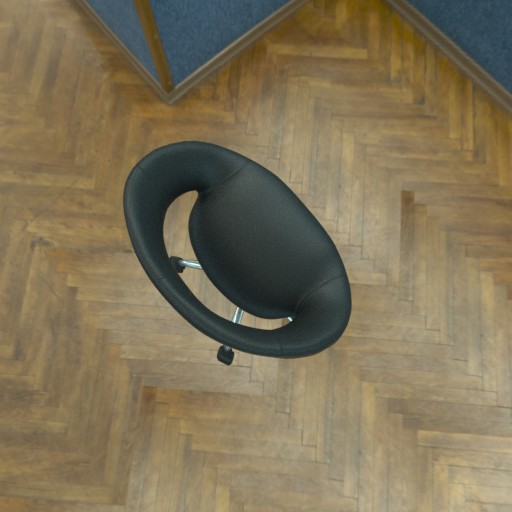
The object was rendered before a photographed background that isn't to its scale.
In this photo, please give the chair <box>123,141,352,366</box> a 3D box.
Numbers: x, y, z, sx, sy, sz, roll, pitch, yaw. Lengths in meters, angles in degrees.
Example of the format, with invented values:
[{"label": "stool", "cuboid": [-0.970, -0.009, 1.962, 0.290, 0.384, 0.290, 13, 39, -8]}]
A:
[{"label": "chair", "cuboid": [0.000, 0.000, 1.200, 0.538, 0.791, 0.612, -37, 79, -8]}]
